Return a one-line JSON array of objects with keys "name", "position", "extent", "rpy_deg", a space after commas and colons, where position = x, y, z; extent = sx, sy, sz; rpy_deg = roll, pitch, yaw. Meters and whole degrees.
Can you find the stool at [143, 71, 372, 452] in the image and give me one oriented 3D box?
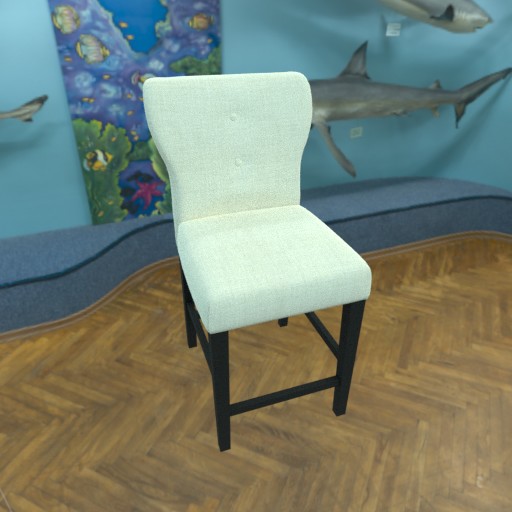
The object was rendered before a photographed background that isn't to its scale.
[{"name": "stool", "position": [0.000, 0.000, 1.360], "extent": [0.514, 0.972, 0.603], "rpy_deg": [-10, 32, -17]}]
